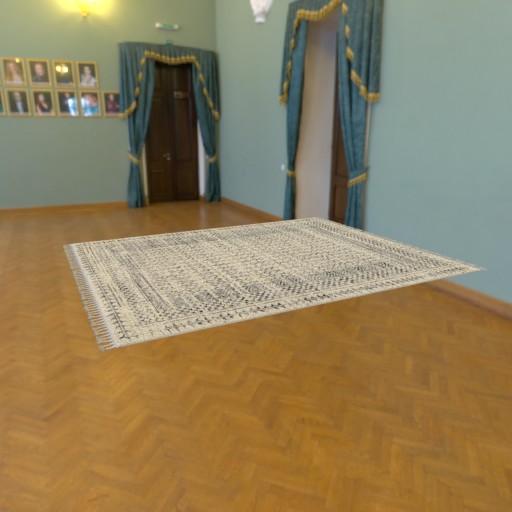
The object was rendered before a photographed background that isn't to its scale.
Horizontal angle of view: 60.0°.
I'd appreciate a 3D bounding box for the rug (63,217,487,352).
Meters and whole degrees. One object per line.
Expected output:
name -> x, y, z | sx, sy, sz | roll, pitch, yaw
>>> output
rug -> 0.000, 0.000, 3.827 | 2.940, 0.013, 2.312 | -8, 18, -26
